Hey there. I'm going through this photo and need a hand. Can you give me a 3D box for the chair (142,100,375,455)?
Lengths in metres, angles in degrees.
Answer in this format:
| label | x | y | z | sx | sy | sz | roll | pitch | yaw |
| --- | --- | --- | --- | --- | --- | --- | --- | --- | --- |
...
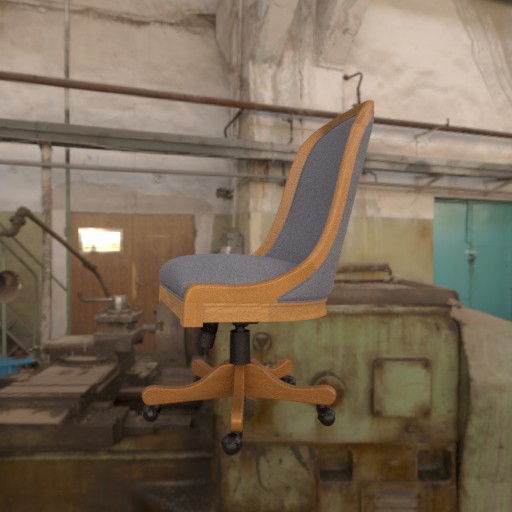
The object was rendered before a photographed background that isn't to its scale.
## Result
| label | x | y | z | sx | sy | sz | roll | pitch | yaw |
| --- | --- | --- | --- | --- | --- | --- | --- | --- | --- |
| chair | 0.000 | 0.000 | 1.462 | 0.735 | 1.031 | 0.605 | 0 | 1 | -18 |
